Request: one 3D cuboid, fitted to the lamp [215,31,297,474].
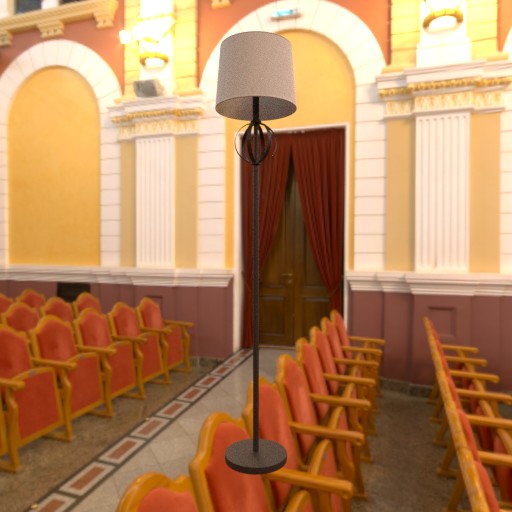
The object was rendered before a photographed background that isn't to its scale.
[{"bbox_3d":[0.000,0.000,1.579,0.286,1.462,0.286,1,2,19],"label":"lamp"}]
